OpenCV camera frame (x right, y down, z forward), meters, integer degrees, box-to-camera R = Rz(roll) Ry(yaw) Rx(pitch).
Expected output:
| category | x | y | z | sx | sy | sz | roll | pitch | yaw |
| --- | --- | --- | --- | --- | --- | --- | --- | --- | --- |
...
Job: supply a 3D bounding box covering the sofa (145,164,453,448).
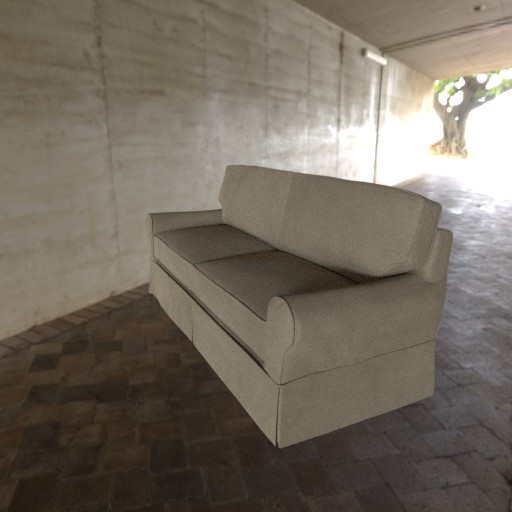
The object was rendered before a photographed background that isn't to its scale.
| category | x | y | z | sx | sy | sz | roll | pitch | yaw |
| --- | --- | --- | --- | --- | --- | --- | --- | --- | --- |
| sofa | 0.000 | 0.000 | 2.739 | 0.900 | 1.014 | 2.246 | -8 | 17 | -26 |
